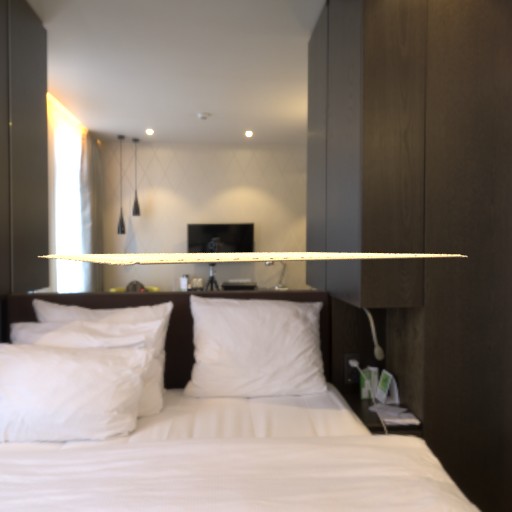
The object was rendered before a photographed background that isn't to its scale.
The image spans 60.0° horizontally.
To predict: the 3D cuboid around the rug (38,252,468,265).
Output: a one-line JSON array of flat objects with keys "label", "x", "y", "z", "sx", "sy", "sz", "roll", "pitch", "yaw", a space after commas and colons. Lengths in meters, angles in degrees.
[{"label": "rug", "x": 0.000, "y": 0.000, "z": 2.258, "sx": 1.847, "sy": 0.014, "sz": 1.230, "roll": -1, "pitch": 1, "yaw": -36}]
